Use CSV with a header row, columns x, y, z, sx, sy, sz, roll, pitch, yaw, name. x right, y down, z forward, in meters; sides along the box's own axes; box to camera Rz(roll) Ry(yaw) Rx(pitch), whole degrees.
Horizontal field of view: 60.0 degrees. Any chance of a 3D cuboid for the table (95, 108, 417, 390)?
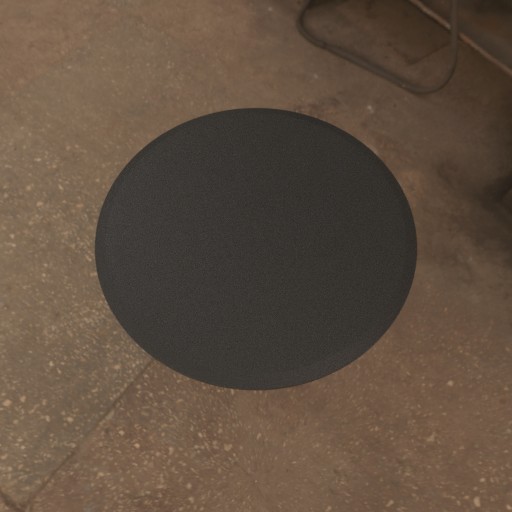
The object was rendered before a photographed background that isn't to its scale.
x,y,z,sx,sy,sz,roll,pitch,yaw,name
0.000,0.000,1.422,0.900,0.400,0.900,0,63,0,table
